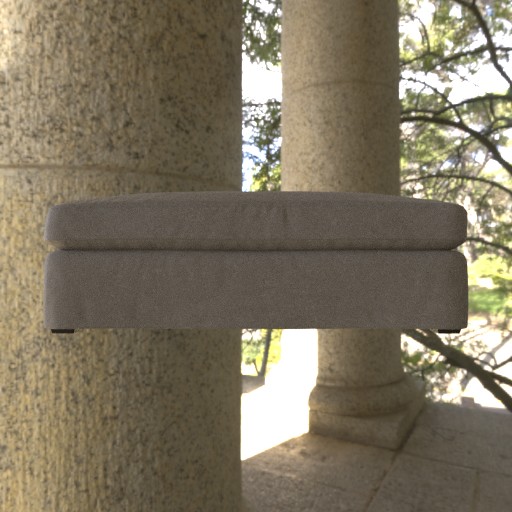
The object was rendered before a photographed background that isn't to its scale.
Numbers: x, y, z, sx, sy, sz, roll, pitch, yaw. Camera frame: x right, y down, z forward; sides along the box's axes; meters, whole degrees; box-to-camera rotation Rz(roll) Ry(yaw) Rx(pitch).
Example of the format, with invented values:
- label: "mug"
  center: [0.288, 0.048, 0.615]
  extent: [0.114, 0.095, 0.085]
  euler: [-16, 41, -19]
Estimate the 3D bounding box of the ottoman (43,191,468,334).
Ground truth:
- label: "ottoman"
  center: [0.000, 0.000, 1.605]
  extent: [1.199, 0.429, 0.840]
  euler: [0, 0, 0]
